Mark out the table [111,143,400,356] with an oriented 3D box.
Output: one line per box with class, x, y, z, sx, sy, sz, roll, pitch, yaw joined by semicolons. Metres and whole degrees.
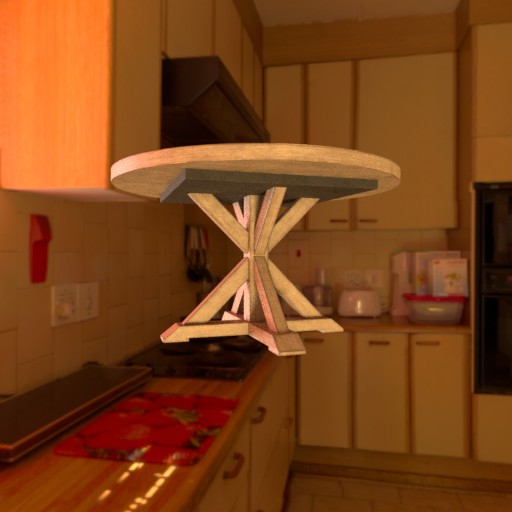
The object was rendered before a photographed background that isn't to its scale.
table;0.000;0.000;2.195;1.363;0.781;1.363;0;0;0
